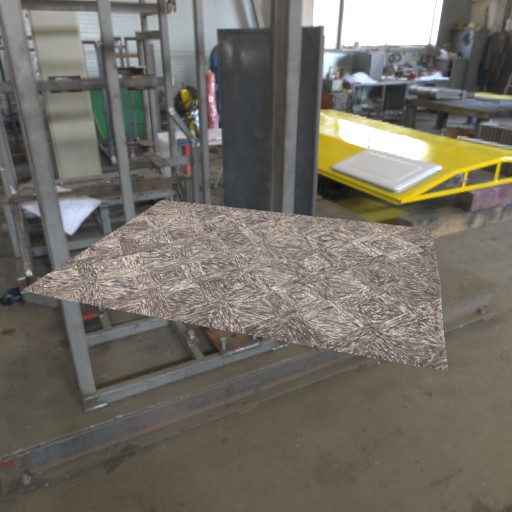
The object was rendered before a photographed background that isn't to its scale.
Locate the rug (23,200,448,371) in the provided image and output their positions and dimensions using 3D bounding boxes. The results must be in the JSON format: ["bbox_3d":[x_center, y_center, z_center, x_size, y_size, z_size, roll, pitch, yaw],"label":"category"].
[{"bbox_3d":[0.000,0.000,5.255,4.093,0.020,2.997,8,27,16],"label":"rug"}]
